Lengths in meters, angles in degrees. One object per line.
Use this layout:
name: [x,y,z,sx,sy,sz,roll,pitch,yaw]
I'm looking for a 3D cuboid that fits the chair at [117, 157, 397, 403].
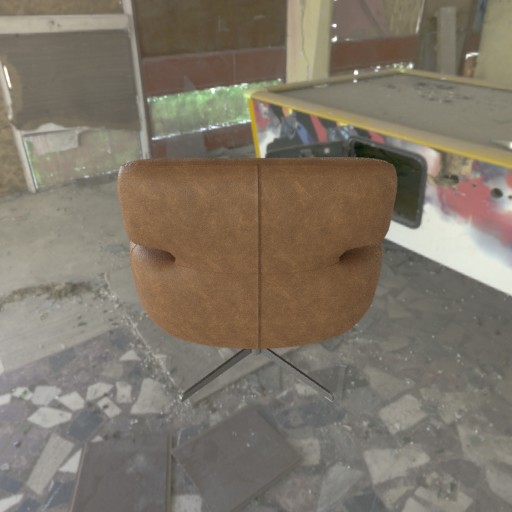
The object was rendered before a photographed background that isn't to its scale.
chair: [0.000,0.000,1.356,0.706,0.812,0.715,0,31,-1]
